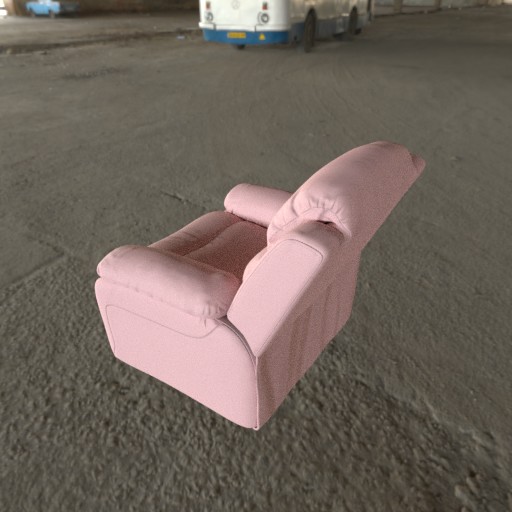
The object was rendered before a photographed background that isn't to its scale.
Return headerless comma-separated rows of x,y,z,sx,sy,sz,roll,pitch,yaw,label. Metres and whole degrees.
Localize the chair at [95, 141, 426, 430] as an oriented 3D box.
0.000,0.000,1.272,0.709,0.702,0.680,20,36,29,chair
